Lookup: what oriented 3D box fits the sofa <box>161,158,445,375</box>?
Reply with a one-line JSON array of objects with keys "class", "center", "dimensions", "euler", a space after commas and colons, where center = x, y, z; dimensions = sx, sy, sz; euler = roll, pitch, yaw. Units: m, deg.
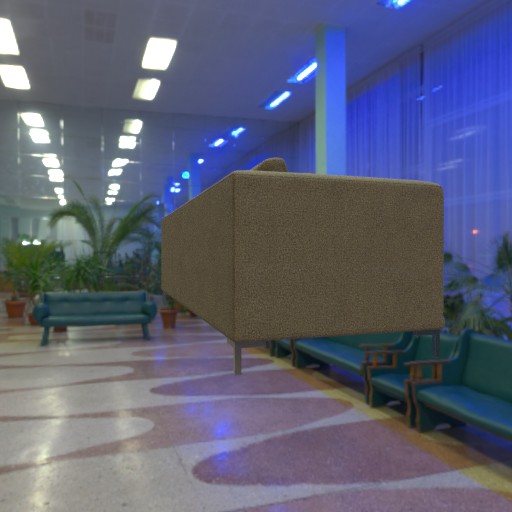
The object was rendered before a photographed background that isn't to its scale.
[{"class": "sofa", "center": [0.000, 0.000, 2.917], "dimensions": [0.969, 0.867, 2.415], "euler": [0, 0, -18]}]
